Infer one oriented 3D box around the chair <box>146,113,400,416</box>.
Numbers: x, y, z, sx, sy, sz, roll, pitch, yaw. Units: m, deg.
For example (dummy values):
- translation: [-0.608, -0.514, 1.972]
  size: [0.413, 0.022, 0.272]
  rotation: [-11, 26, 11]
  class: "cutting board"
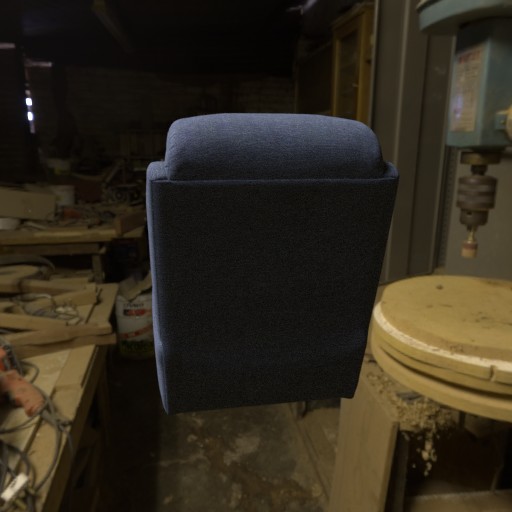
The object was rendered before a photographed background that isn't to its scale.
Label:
- translation: [0.000, 0.000, 1.718]
  size: [0.798, 1.013, 1.043]
  rotation: [-2, 15, -9]
  class: "chair"
